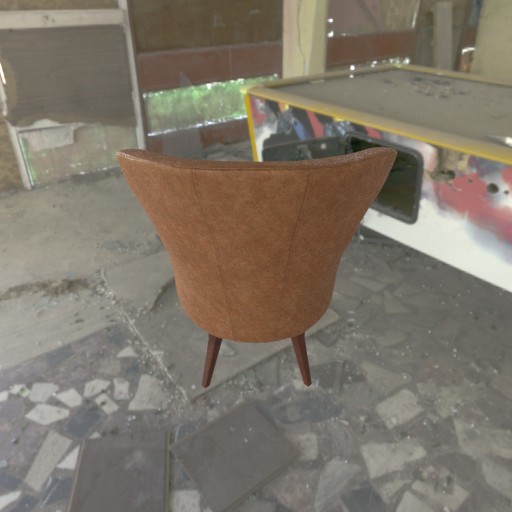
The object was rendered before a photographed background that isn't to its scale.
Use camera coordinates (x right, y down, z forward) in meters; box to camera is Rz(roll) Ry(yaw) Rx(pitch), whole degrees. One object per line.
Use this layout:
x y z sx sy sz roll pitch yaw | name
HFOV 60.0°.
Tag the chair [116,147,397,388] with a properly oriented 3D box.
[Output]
0.000 0.000 1.747 0.846 1.067 0.955 -1 31 -1 | chair
